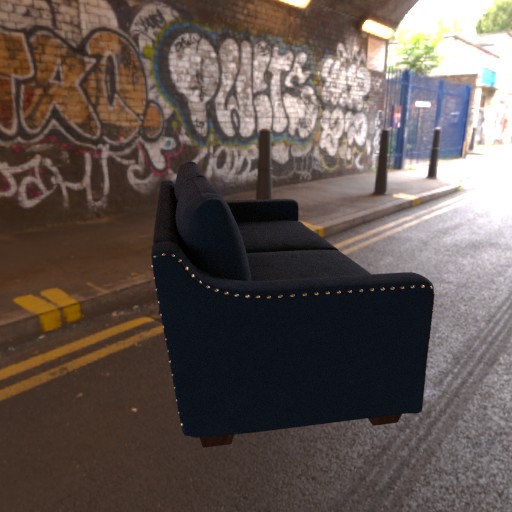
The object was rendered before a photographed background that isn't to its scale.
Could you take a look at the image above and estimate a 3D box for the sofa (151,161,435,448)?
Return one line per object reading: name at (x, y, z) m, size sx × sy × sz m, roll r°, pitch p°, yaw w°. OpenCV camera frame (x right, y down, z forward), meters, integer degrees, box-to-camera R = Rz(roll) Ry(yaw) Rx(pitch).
sofa at (0.000, 0.000, 2.638) m, size 1.104 × 0.983 × 2.107 m, roll -3°, pitch 17°, yaw -10°
